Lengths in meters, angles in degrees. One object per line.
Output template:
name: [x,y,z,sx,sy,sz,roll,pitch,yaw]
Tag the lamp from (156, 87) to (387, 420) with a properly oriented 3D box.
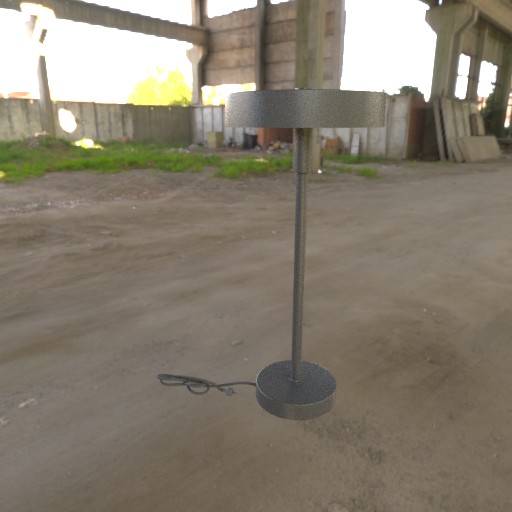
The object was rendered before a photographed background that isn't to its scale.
lamp: [0.000,0.000,0.718,0.369,0.508,0.229,2,17,7]
